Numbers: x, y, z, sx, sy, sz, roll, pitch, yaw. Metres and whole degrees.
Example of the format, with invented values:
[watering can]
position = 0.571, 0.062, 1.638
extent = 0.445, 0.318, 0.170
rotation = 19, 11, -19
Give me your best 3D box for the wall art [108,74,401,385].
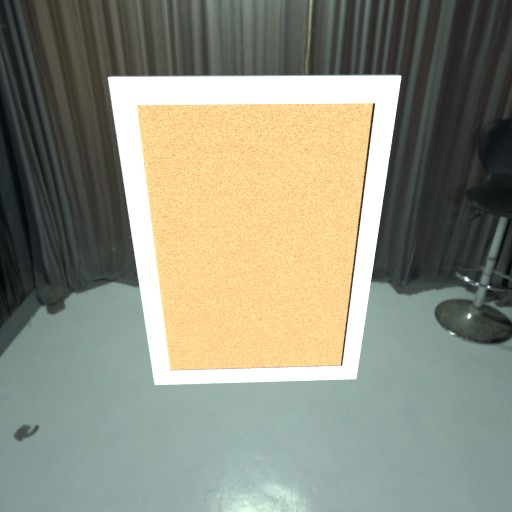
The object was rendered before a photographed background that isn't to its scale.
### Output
[wall art]
position = 0.000, 0.000, 0.697
extent = 0.374, 0.529, 0.012
rotation = -1, 29, -2
